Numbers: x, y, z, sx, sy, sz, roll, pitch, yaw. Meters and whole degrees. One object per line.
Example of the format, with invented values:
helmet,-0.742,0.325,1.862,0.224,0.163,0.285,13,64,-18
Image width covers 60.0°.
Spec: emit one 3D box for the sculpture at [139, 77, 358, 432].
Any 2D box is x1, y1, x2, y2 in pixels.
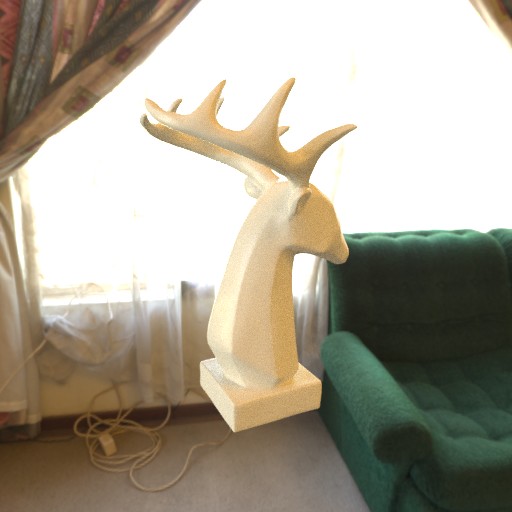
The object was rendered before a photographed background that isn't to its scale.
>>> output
sculpture,0.000,0.000,0.463,0.224,0.329,0.174,-6,15,-25
